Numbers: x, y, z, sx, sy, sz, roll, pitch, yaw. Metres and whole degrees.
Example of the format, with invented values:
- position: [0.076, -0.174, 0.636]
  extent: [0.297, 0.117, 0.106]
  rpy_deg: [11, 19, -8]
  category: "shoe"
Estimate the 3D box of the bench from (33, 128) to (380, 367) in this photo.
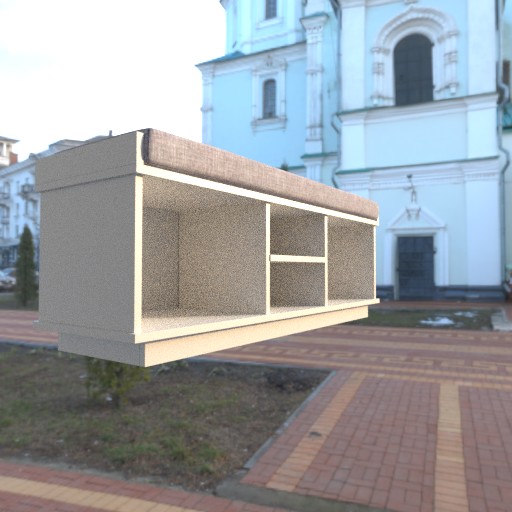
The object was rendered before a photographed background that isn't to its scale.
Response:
- position: [0.000, 0.000, 1.372]
  extent: [0.363, 0.453, 1.196]
  rpy_deg: [-1, -2, 36]
  category: "bench"
